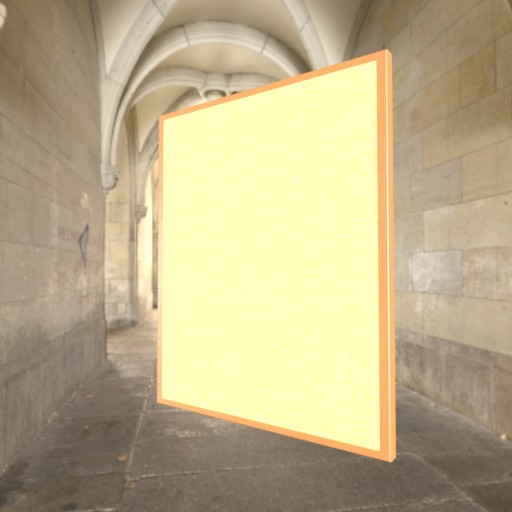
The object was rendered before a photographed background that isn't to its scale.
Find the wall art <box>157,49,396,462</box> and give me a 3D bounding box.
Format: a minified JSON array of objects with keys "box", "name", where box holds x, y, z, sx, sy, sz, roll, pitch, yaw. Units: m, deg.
[{"box":[0.000,0.000,0.726,0.449,0.550,0.021,-1,-2,36],"name":"wall art"}]
